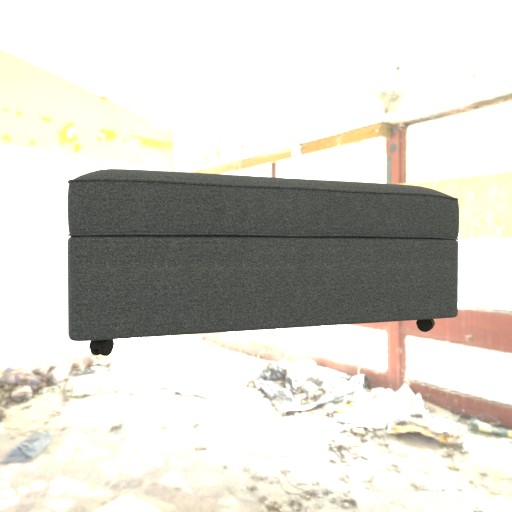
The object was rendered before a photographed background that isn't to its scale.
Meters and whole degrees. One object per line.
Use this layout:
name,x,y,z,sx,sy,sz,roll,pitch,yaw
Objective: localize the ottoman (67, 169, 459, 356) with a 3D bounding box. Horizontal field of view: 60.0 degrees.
ottoman,0.000,0.000,1.540,1.173,0.494,0.681,0,1,-19
